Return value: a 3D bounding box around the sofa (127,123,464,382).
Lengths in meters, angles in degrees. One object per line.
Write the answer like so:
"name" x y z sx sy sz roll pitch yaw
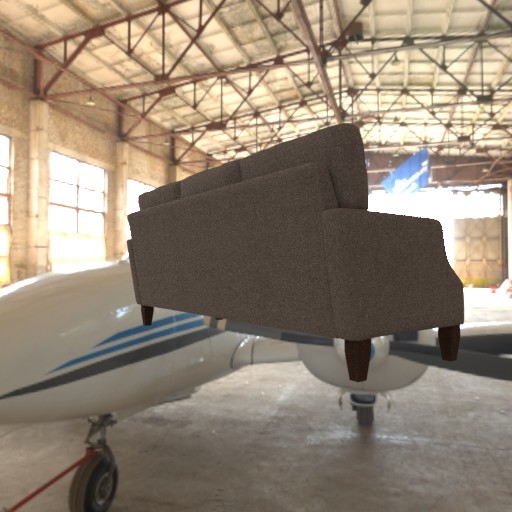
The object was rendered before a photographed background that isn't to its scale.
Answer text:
"sofa" 0.000 0.000 2.631 0.888 0.984 2.115 1 -2 -36
